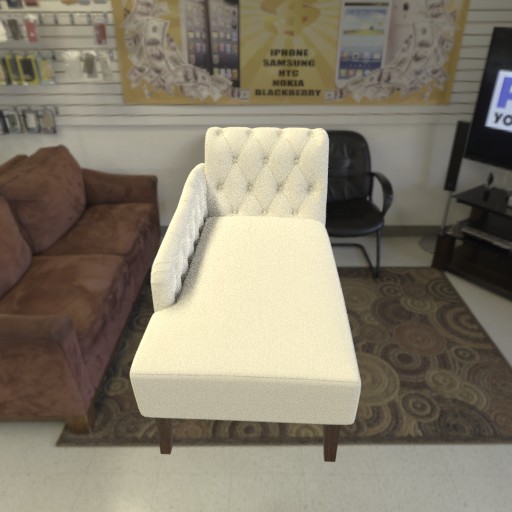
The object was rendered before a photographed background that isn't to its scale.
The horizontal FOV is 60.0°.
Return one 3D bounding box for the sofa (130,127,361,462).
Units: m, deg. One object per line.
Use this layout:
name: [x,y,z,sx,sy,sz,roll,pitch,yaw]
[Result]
sofa: [0.000,0.000,1.844,0.675,0.787,1.379,1,29,3]
